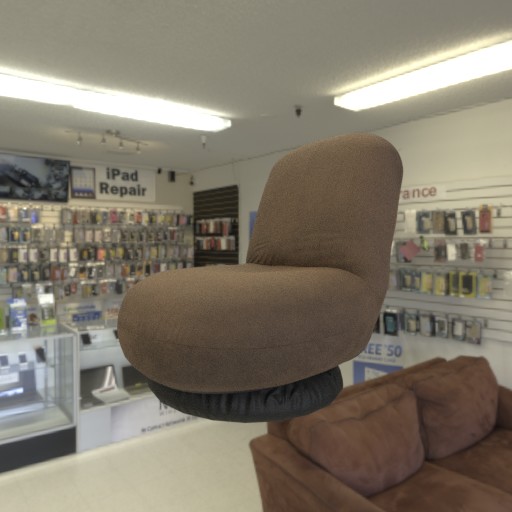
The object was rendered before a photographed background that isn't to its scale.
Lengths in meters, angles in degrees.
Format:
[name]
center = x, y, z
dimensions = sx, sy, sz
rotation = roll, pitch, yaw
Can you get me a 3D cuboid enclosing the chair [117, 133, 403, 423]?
[chair]
center = 0.000, 0.000, 1.012
dimensions = 0.597, 0.594, 0.521
rotation = -2, 3, -36
